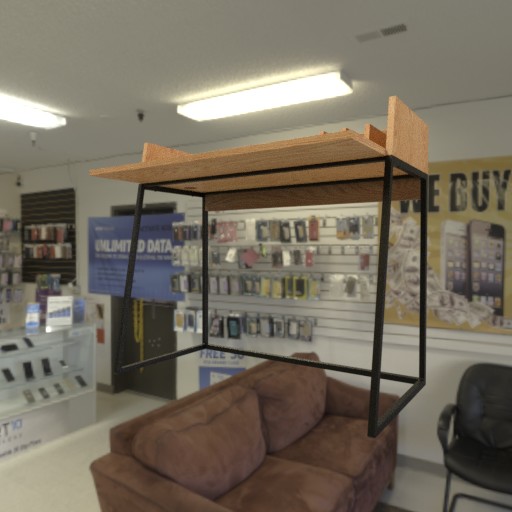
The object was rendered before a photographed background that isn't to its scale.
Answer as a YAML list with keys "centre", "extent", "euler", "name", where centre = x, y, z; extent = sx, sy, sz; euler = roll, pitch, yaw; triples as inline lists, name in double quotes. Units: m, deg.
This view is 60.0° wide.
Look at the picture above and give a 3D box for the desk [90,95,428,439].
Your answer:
- centre: [0.000, 0.000, 1.843]
  extent: [1.191, 1.061, 0.769]
  euler: [1, 2, 34]
  name: "desk"
